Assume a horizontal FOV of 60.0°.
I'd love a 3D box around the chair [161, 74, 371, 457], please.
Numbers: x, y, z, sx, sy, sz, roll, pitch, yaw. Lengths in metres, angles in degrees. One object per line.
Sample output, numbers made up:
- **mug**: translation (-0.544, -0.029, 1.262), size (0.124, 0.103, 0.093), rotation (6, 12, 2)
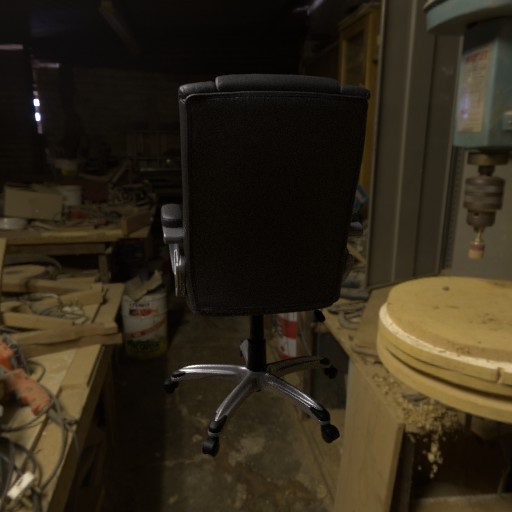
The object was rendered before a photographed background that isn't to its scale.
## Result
- **chair**: translation (0.000, 0.000, 1.578), size (0.721, 1.130, 0.719), rotation (-2, 15, -8)
